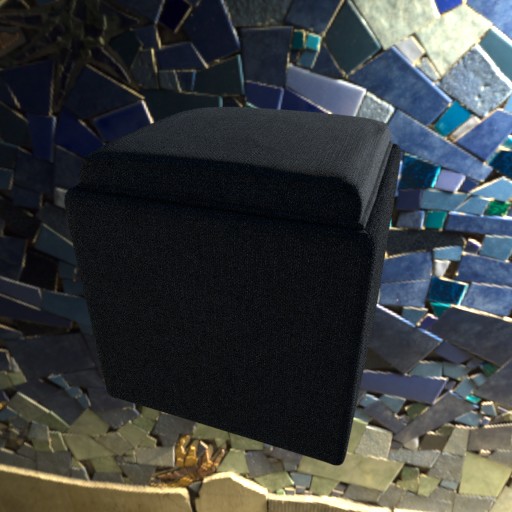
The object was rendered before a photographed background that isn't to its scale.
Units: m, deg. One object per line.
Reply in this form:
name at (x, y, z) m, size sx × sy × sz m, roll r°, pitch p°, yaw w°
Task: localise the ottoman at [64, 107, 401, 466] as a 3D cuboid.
ottoman at (0.000, 0.000, 0.839) m, size 0.454 × 0.493 × 0.436 m, roll 10°, pitch 31°, yaw 17°
